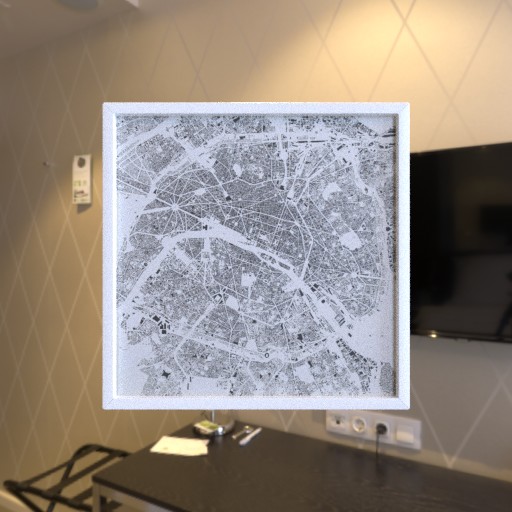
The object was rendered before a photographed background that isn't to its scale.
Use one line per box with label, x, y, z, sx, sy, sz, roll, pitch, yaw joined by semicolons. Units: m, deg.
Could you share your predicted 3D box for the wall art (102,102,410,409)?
wall art;0.000;0.000;0.457;0.305;0.305;0.038;0;0;0
